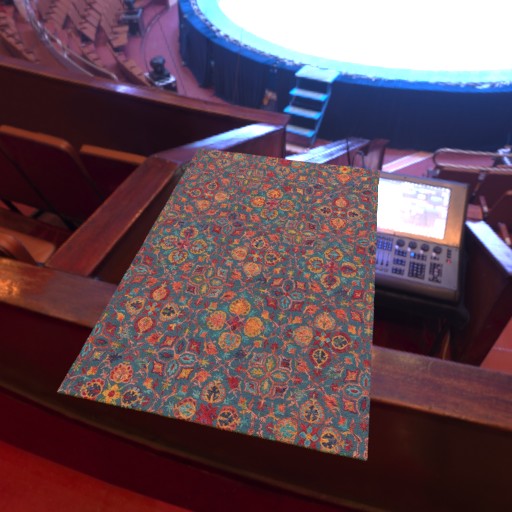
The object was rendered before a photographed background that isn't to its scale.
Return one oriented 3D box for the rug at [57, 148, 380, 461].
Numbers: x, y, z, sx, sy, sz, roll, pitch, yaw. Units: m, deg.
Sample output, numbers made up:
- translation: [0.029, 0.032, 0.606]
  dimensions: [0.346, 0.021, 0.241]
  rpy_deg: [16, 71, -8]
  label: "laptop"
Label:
- translation: [0.000, 0.000, 2.297]
  dimensions: [1.216, 0.014, 1.836]
  rpy_deg: [9, 46, 9]
  label: "rug"
